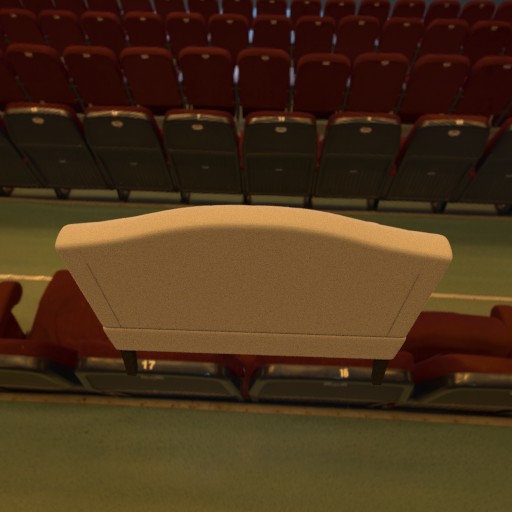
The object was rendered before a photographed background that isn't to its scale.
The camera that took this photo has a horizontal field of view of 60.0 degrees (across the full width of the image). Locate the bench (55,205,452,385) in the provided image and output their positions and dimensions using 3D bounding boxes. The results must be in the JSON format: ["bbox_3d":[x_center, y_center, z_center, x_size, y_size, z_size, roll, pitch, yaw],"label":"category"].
[{"bbox_3d":[0.000,0.000,2.045,1.335,1.180,0.815,2,47,2],"label":"bench"}]
